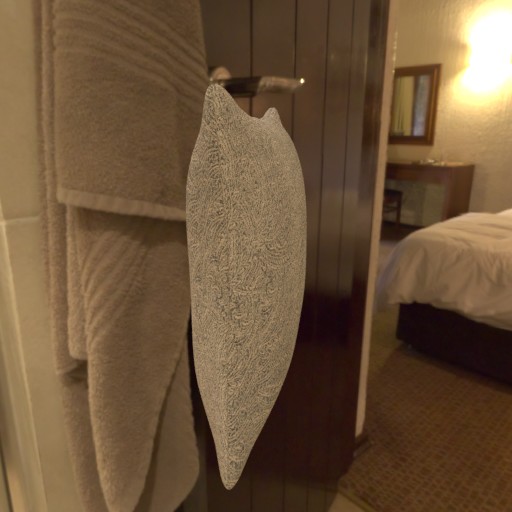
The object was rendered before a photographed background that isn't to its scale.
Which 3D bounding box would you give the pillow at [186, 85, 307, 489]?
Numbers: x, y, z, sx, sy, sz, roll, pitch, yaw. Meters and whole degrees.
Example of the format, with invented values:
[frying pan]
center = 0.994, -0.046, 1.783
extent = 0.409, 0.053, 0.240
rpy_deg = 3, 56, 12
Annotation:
[pillow]
center = 0.000, 0.000, 0.765
extent = 0.166, 0.510, 0.523
rpy_deg = 3, 16, 9
